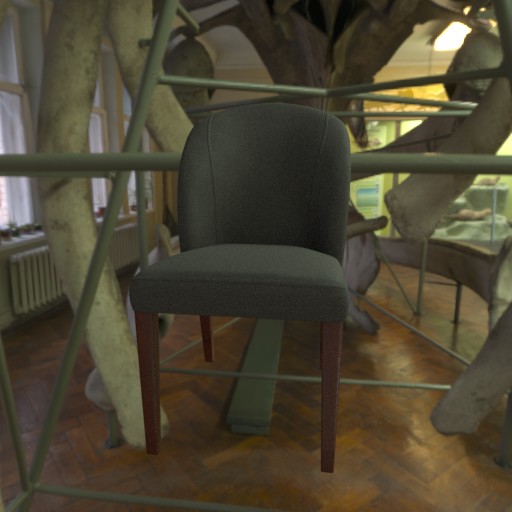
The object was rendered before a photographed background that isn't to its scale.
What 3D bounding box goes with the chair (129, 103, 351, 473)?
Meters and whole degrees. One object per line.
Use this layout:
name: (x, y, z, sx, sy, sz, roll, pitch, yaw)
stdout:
chair: (0.000, 0.000, 1.223, 0.506, 0.879, 0.619, 2, 12, 9)
